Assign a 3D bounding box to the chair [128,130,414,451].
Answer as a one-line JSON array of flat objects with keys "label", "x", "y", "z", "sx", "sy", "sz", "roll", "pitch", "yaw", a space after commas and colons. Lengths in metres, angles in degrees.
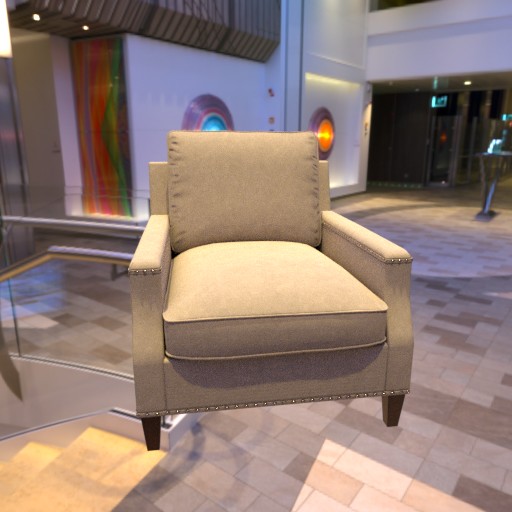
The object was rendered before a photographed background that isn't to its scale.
[{"label": "chair", "x": 0.000, "y": 0.000, "z": 1.707, "sx": 0.853, "sy": 0.943, "sz": 1.014, "roll": -2, "pitch": 15, "yaw": -8}]
